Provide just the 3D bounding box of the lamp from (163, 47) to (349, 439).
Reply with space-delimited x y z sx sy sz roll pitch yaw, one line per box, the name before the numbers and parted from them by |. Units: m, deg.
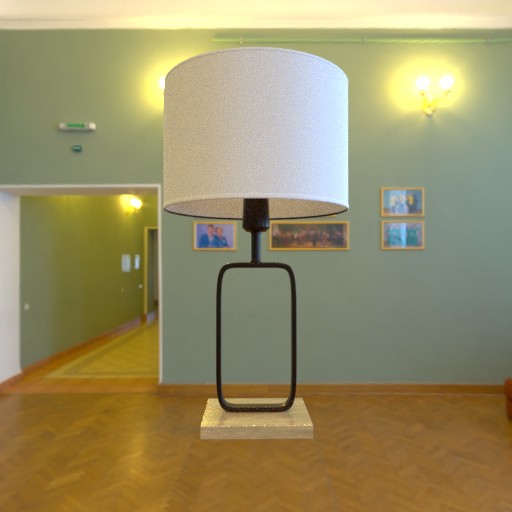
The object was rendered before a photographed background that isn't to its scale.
lamp | 0.000 0.000 0.678 0.279 0.508 0.279 0 -1 -1
